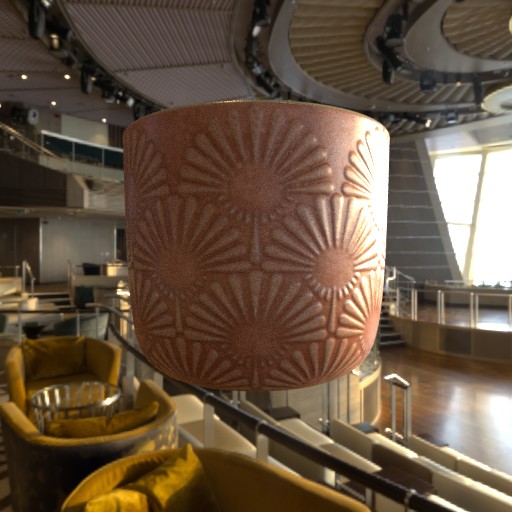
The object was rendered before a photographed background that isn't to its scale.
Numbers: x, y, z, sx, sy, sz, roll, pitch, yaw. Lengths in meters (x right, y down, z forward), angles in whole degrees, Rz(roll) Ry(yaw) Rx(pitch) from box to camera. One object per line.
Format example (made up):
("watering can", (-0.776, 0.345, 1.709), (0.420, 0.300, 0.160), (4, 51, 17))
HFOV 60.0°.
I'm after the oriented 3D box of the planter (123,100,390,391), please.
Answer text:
("planter", (0.000, 0.000, 0.215), (0.124, 0.109, 0.124), (0, 0, 0))
